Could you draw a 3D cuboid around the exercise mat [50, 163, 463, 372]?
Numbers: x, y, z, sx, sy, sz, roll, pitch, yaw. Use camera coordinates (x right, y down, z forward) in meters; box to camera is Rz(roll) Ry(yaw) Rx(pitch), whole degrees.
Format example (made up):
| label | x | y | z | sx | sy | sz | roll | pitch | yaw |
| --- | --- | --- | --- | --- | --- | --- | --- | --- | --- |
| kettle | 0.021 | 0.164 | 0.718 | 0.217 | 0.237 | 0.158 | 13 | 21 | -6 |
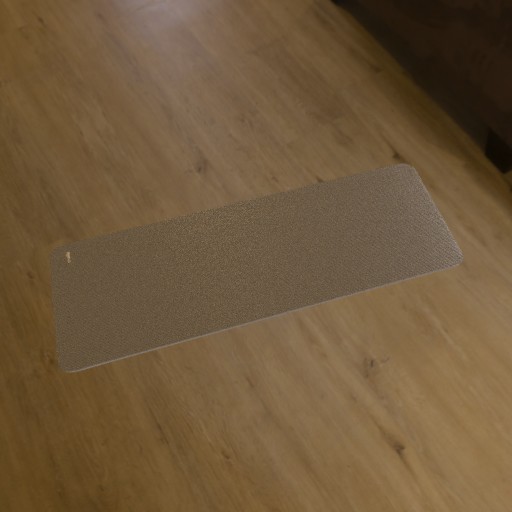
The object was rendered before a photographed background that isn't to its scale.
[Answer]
| label | x | y | z | sx | sy | sz | roll | pitch | yaw |
| --- | --- | --- | --- | --- | --- | --- | --- | --- | --- |
| exercise mat | 0.000 | 0.000 | 2.091 | 1.884 | 0.021 | 0.616 | -14 | 65 | -7 |
